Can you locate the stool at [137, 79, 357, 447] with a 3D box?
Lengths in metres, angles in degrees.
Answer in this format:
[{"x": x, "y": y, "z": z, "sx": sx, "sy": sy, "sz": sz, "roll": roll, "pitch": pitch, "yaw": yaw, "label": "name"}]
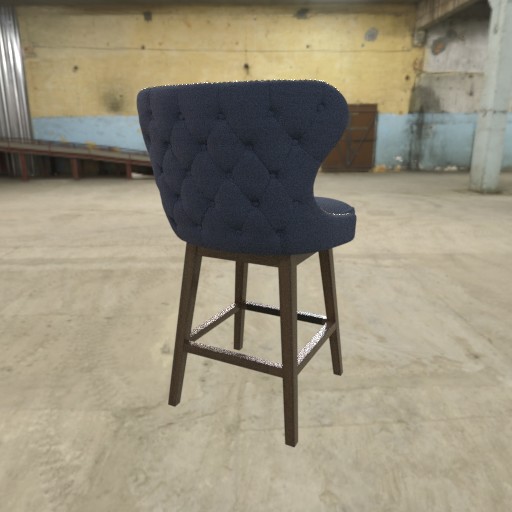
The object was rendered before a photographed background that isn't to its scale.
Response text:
[{"x": 0.000, "y": 0.000, "z": 1.387, "sx": 0.615, "sy": 0.972, "sz": 0.597, "roll": 8, "pitch": 17, "yaw": 26, "label": "stool"}]
